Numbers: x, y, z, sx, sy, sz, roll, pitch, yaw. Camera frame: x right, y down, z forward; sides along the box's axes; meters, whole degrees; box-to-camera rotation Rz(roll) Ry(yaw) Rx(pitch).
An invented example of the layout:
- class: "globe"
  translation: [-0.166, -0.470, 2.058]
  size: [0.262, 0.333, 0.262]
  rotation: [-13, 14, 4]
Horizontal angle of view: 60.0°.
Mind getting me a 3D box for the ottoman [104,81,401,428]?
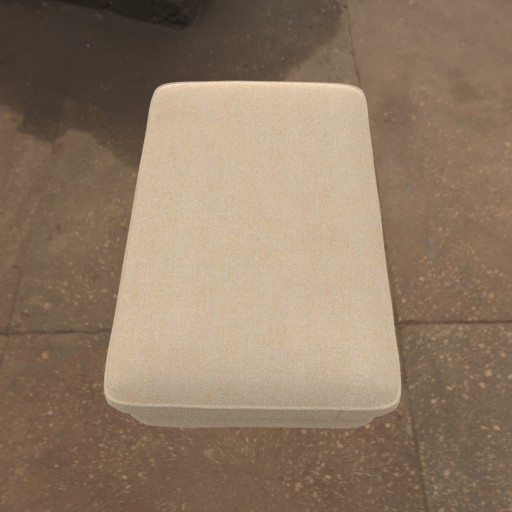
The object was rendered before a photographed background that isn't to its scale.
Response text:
- class: "ottoman"
  translation: [0.000, 0.000, 1.194]
  size: [0.583, 0.484, 0.862]
  rotation: [1, 63, 0]
